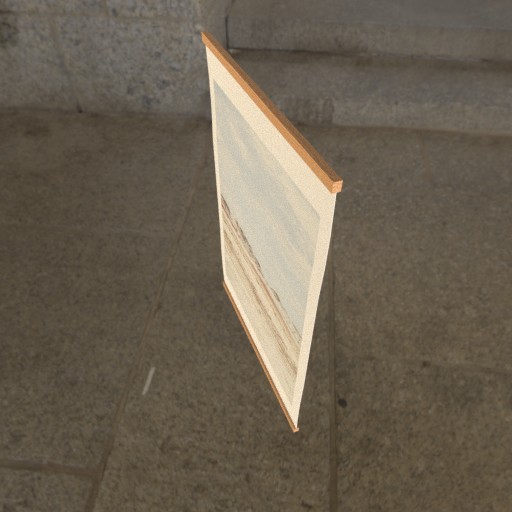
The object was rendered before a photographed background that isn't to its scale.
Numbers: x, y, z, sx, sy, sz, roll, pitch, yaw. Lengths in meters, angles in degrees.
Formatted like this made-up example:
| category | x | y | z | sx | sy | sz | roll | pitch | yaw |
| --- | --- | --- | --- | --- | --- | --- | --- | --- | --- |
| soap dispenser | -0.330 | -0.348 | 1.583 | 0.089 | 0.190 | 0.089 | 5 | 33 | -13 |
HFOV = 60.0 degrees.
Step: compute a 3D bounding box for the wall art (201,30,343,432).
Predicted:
| category | x | y | z | sx | sy | sz | roll | pitch | yaw |
| --- | --- | --- | --- | --- | --- | --- | --- | --- | --- |
| wall art | 0.000 | 0.000 | 1.933 | 0.025 | 1.521 | 1.011 | -17 | 49 | -15 |
